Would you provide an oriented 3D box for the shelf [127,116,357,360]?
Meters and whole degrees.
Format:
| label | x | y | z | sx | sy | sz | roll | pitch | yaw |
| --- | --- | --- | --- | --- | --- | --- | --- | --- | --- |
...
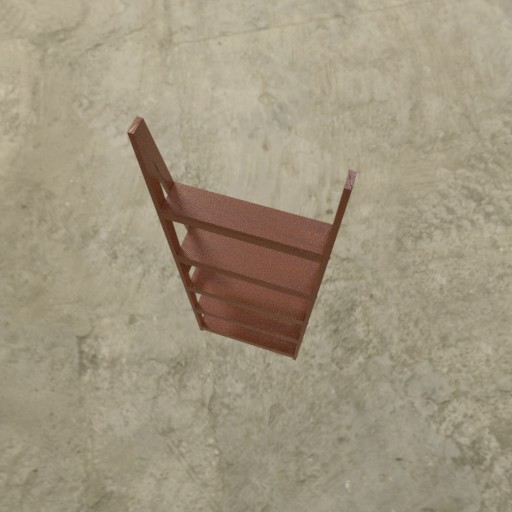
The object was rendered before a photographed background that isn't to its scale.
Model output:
| label | x | y | z | sx | sy | sz | roll | pitch | yaw |
| --- | --- | --- | --- | --- | --- | --- | --- | --- | --- |
| shelf | 0.000 | 0.000 | 2.034 | 0.630 | 1.780 | 0.356 | 16 | 64 | 8 |
